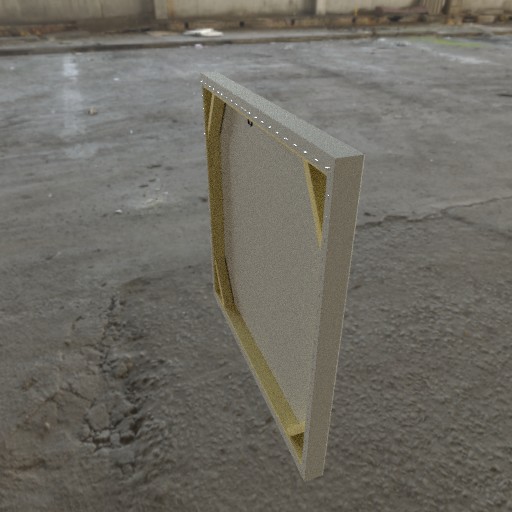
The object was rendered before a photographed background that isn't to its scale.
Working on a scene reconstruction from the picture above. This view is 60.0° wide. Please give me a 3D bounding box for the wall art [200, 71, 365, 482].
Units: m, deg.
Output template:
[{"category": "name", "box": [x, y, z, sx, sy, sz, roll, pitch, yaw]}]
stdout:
[{"category": "wall art", "box": [0.000, 0.000, 0.900, 0.038, 0.610, 0.610, -11, 33, -17]}]
